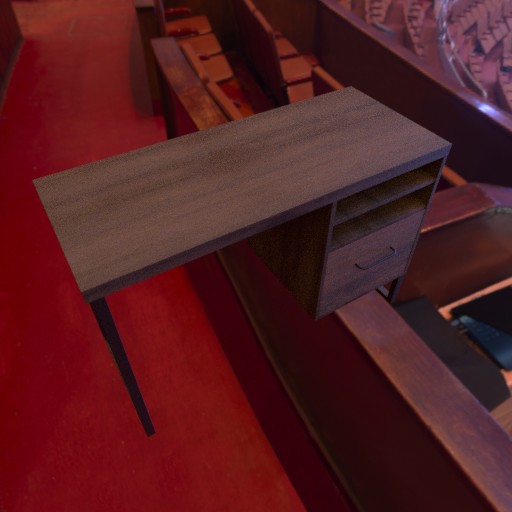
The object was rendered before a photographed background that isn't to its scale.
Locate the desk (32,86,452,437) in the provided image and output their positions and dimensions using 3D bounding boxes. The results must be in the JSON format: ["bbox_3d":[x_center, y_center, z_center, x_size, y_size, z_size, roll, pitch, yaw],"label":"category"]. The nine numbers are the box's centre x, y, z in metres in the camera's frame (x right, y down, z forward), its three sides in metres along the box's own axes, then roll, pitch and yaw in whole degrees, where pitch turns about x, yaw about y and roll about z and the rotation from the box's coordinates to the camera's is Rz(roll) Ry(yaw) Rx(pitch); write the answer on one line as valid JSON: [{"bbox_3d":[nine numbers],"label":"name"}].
[{"bbox_3d":[0.000,0.000,1.542,1.134,0.752,0.511,-23,50,-22],"label":"desk"}]
